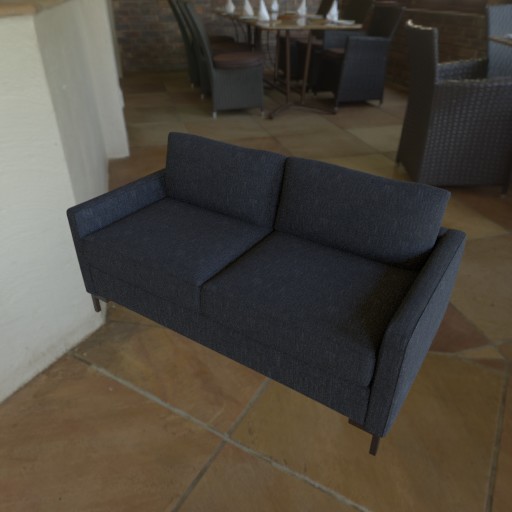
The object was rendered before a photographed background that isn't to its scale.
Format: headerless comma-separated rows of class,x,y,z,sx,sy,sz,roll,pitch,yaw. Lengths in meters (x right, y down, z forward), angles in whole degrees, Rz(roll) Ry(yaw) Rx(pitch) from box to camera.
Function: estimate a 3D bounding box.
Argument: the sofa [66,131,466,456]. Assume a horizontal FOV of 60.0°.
sofa,0.000,0.000,2.156,1.716,0.862,0.866,19,36,28
